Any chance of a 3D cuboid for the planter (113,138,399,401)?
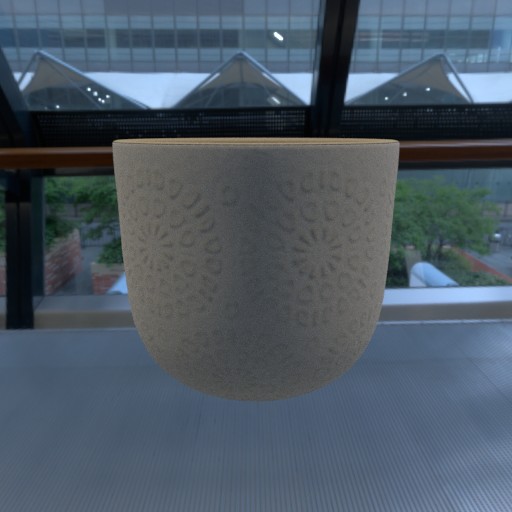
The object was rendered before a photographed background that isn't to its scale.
[{"bbox_3d":[0.000,0.000,0.215,0.124,0.109,0.124,0,16,0],"label":"planter"}]
